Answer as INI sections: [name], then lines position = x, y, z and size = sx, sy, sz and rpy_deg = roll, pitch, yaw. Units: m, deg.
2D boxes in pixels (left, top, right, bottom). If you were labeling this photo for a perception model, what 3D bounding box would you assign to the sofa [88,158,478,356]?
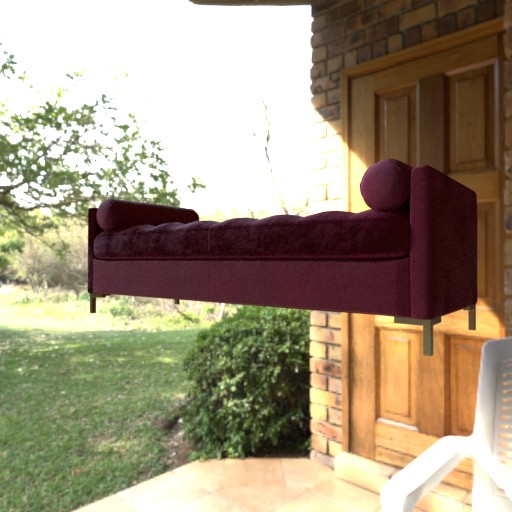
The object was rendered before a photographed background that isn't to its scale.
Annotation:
[sofa]
position = 0.000, 0.000, 2.435
size = 2.102, 0.705, 0.796
rpy_deg = 0, -1, 37
